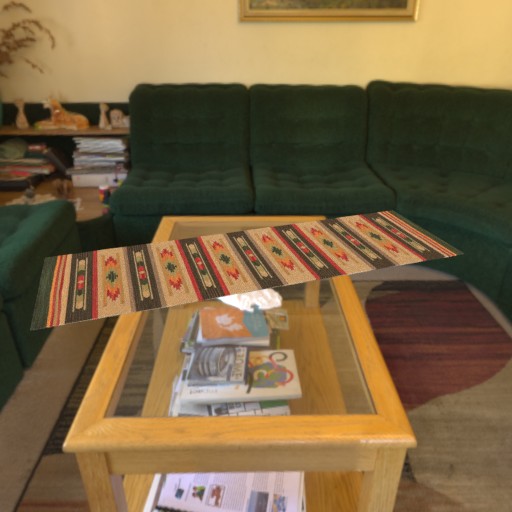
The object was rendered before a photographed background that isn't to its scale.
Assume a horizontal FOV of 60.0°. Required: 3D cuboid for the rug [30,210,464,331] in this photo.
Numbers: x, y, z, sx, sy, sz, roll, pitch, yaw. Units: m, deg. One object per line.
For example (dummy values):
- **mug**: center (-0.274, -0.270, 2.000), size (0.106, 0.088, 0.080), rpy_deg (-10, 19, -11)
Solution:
- **rug**: center (0.000, 0.000, 2.697), size (2.440, 0.009, 0.760), rpy_deg (-9, 29, -16)
